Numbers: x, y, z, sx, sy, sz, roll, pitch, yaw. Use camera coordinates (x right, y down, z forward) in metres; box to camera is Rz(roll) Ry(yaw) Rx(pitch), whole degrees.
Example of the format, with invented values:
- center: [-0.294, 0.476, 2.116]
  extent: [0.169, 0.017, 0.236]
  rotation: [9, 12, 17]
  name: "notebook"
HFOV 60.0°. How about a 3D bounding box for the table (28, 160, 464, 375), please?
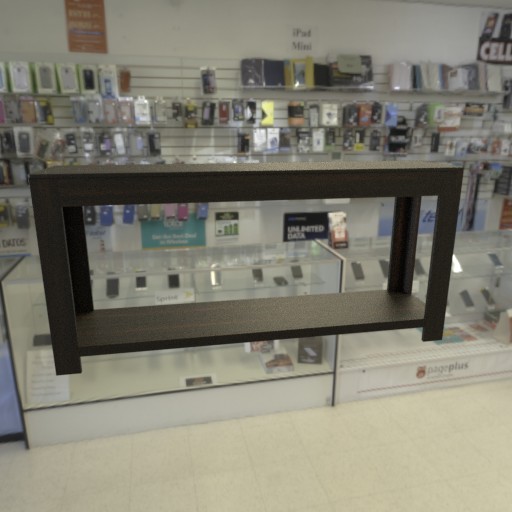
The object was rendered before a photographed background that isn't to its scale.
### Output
- center: [0.000, 0.000, 1.913]
  extent: [1.631, 0.762, 0.384]
  rotation: [-3, 16, -10]
  name: "table"
